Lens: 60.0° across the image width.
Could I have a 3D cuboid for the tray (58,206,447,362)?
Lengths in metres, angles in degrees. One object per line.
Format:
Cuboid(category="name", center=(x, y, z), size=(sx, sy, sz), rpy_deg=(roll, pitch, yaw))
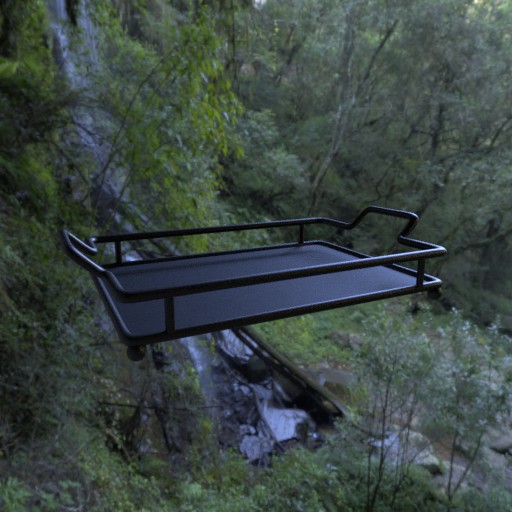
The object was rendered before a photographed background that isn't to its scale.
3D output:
Cuboid(category="tray", center=(0.000, 0.000, 0.619), size=(0.495, 0.101, 0.297), rpy_deg=(-7, 16, -25))
